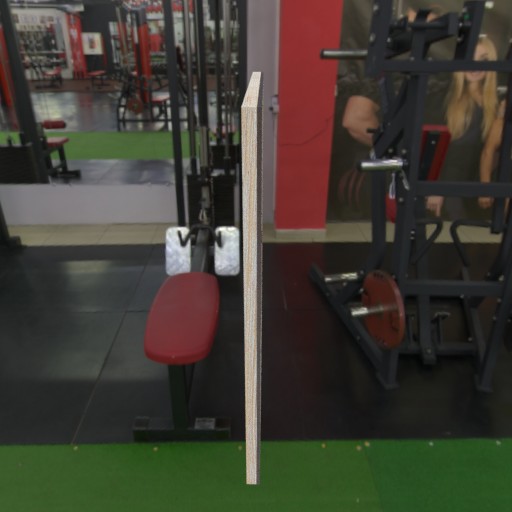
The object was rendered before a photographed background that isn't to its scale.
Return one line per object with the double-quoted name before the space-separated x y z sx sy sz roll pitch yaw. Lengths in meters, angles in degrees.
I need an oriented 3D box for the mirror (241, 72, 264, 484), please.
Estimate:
"mirror" 0.000 0.000 1.213 0.032 0.882 0.730 0 27 1
